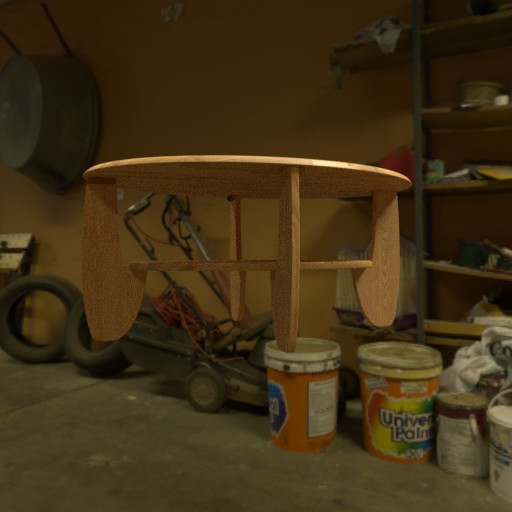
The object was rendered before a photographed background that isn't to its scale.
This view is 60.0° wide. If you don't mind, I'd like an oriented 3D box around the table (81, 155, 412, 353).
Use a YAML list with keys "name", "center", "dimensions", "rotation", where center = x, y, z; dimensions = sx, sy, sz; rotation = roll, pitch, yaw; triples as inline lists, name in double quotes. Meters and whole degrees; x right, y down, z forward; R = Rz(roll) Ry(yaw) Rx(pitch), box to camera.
- name: "table"
  center: [0.000, 0.000, 1.415]
  dimensions: [1.040, 0.490, 0.690]
  rotation: [0, 1, -16]
